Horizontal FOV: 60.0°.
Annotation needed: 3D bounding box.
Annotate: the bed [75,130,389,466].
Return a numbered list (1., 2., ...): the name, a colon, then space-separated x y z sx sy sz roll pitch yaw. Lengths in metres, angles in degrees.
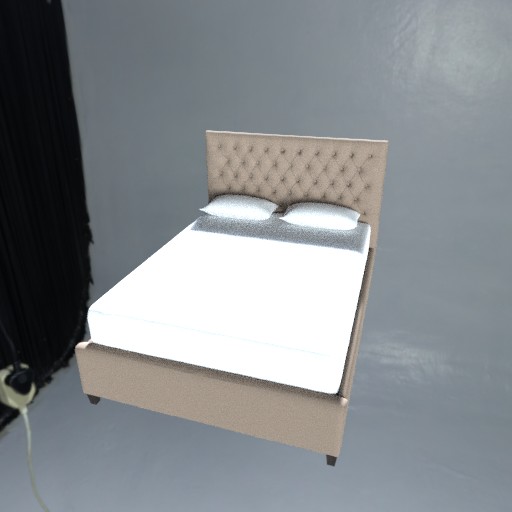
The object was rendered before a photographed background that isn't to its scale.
1. bed: 0.000 0.000 3.359 1.696 1.426 2.233 8 27 16
